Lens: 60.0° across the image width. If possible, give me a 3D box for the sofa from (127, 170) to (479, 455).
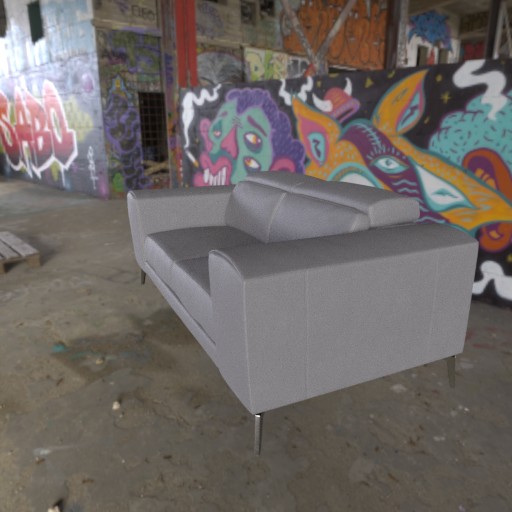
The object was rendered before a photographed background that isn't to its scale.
[{"bbox_3d":[0.000,0.000,2.335,1.003,0.779,1.895,-8,18,-24],"label":"sofa"}]
